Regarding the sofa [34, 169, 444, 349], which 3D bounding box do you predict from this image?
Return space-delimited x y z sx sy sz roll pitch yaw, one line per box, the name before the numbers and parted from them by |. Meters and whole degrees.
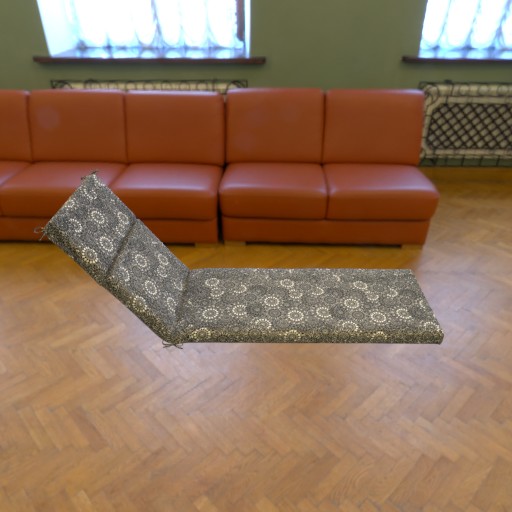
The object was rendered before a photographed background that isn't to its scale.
sofa | 0.000 0.000 2.022 1.663 0.622 0.582 0 32 0
